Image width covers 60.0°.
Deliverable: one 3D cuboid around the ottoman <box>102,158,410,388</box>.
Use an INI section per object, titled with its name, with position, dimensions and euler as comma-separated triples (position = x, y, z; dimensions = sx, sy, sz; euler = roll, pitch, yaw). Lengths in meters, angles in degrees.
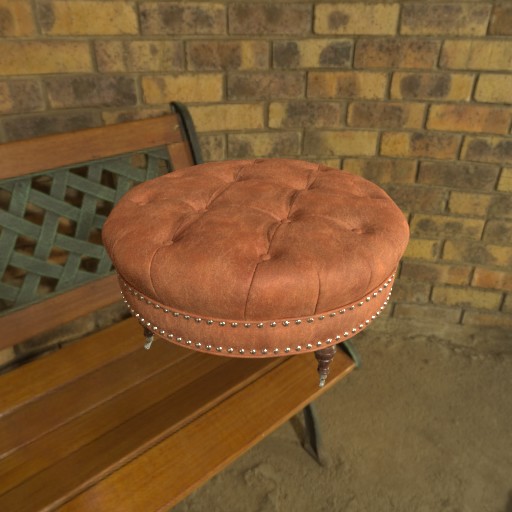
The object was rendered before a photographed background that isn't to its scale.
[ottoman]
position = 0.000, 0.000, 1.410
dimensions = 0.901, 0.444, 0.901
euler = 0, 29, 0
